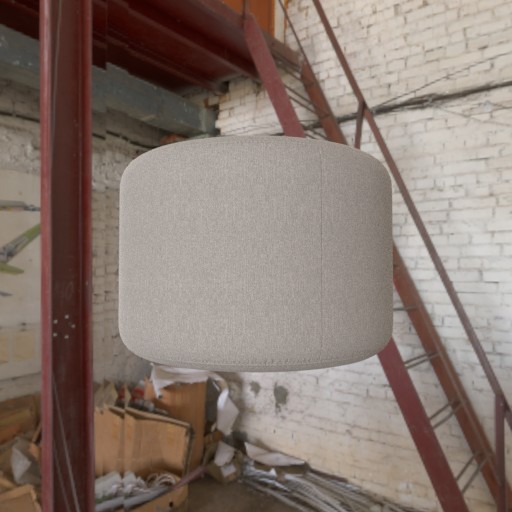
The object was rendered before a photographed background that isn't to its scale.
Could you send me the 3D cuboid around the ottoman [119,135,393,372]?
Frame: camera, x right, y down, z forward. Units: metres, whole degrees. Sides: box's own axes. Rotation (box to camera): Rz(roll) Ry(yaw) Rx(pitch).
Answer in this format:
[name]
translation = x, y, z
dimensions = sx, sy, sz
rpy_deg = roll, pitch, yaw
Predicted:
[ottoman]
translation = 0.000, 0.000, 1.030
dimensions = 0.608, 0.433, 0.608
rpy_deg = 0, -2, 0
